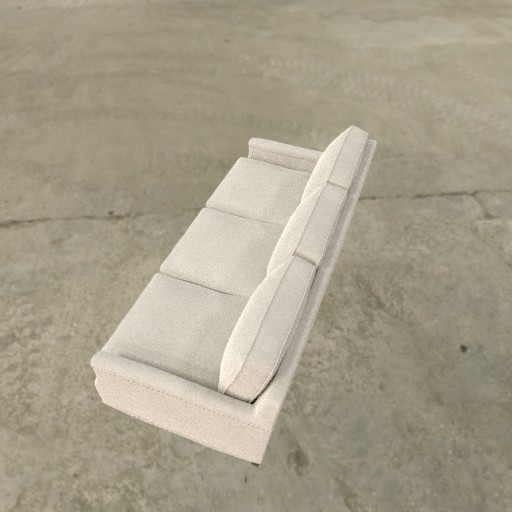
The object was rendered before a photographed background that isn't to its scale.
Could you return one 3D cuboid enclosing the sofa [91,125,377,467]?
[{"bbox_3d":[0.000,0.000,2.912,1.084,1.003,2.246,16,49,14],"label":"sofa"}]
